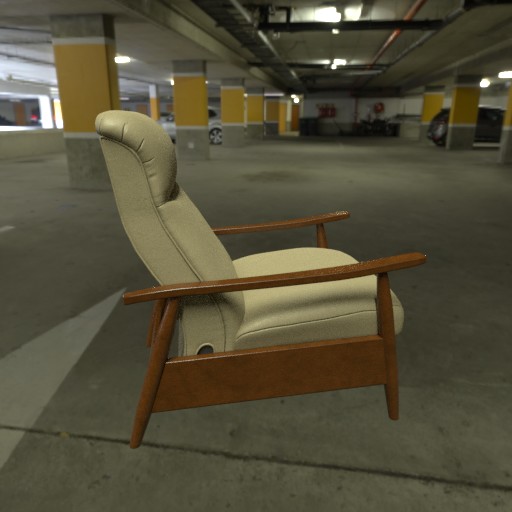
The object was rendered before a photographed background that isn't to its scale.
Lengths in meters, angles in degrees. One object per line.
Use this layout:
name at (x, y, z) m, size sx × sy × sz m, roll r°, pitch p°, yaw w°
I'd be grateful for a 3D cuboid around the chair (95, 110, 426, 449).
chair at (0.000, 0.000, 1.744) m, size 1.014 × 1.082 × 0.762 m, roll -3°, pitch 17°, yaw -9°
